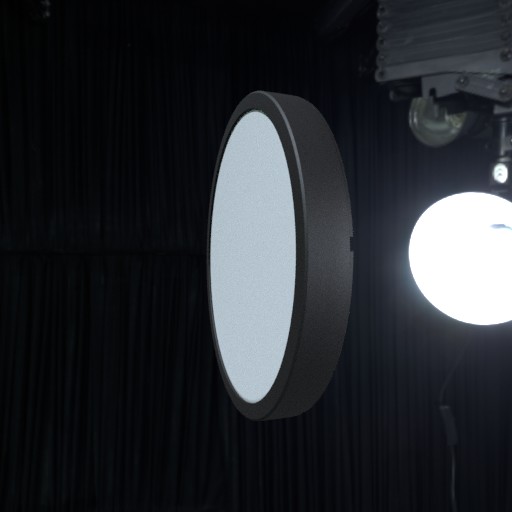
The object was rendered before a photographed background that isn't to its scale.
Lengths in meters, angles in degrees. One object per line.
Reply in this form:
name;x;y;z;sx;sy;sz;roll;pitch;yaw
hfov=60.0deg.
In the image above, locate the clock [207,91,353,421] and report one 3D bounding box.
clock;0.000;0.000;0.422;0.040;0.293;0.293;0;-2;-19
